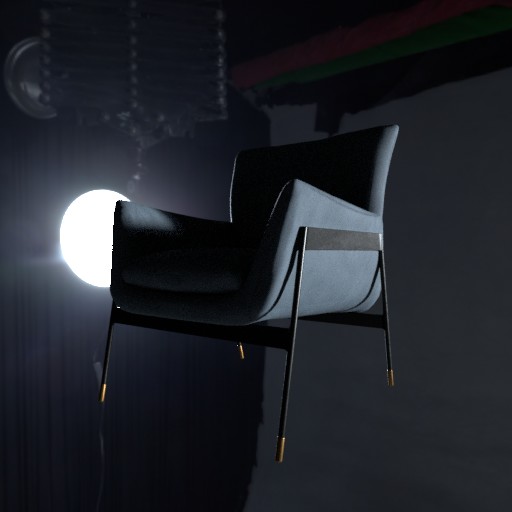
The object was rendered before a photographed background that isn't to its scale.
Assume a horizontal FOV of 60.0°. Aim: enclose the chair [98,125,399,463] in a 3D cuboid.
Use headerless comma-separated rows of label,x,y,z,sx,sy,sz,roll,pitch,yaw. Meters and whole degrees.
chair,0.000,0.000,1.388,0.678,0.858,0.709,0,1,37
